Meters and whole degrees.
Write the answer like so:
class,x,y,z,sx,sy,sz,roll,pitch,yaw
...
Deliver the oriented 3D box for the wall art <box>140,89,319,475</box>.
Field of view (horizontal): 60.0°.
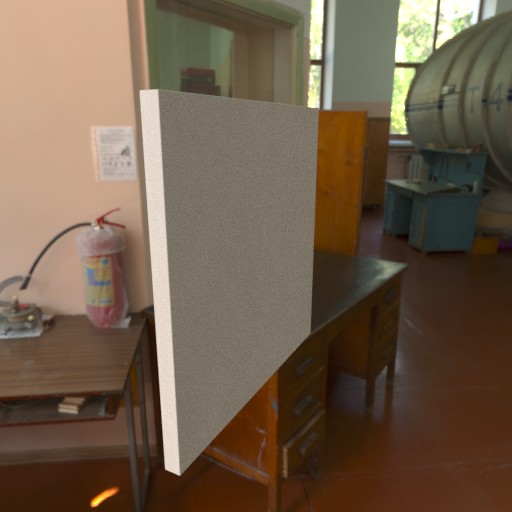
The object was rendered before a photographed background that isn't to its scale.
class,x,y,z,sx,sy,sz,roll,pitch,yaw
wall art,0.000,0.000,1.158,0.040,0.762,0.762,8,18,26
